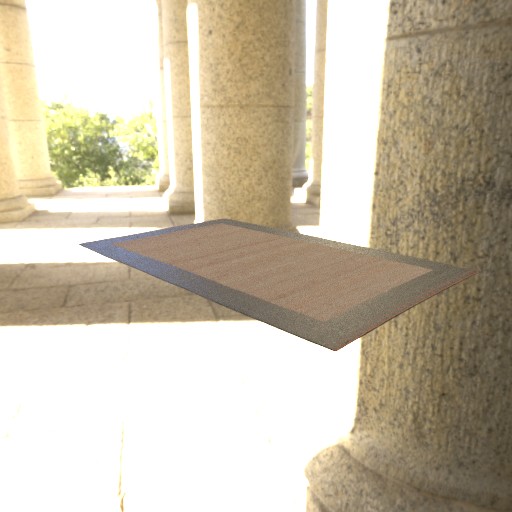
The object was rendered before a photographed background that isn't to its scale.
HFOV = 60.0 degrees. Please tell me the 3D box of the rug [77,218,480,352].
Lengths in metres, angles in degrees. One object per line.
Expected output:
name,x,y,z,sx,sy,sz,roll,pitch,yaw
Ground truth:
rug,0.000,0.000,3.073,1.521,0.006,2.435,-15,21,-42
